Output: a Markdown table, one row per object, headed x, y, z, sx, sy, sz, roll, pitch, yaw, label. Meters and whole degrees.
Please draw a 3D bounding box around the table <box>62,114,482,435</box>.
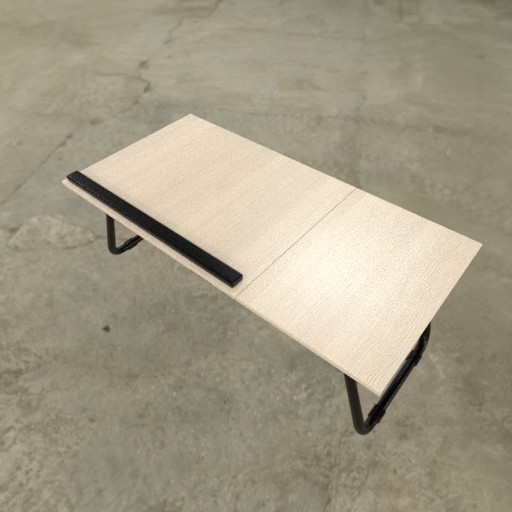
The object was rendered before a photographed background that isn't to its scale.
| x | y | z | sx | sy | sz | roll | pitch | yaw | label |
| --- | --- | --- | --- | --- | --- | --- | --- | --- | --- |
| 0.000 | 0.000 | 0.818 | 0.644 | 0.242 | 0.322 | 31 | 53 | 27 | table |
